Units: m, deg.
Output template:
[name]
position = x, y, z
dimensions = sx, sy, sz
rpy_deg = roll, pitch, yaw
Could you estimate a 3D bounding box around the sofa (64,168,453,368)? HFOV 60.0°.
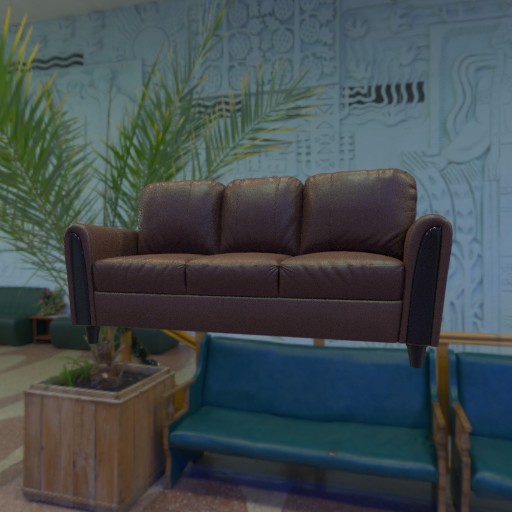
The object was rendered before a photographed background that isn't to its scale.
[sofa]
position = 0.000, 0.000, 2.377
dimensions = 1.862, 0.915, 0.802
rpy_deg = 0, 0, 18
